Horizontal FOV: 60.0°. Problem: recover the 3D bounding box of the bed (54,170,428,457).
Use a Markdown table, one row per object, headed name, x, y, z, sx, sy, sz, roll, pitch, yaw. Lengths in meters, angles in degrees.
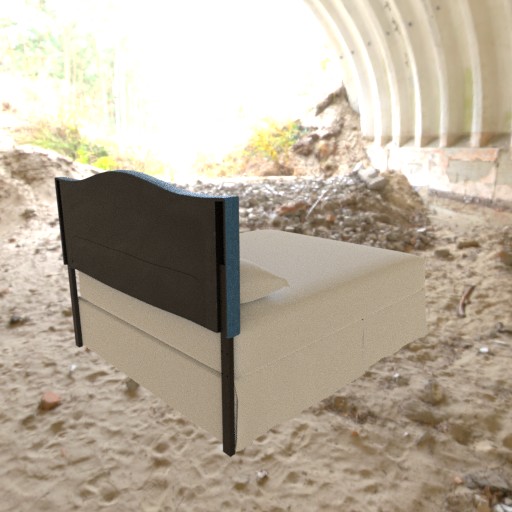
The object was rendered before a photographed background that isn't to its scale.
| name | x | y | z | sx | sy | sz | roll | pitch | yaw |
| --- | --- | --- | --- | --- | --- | --- | --- | --- | --- |
| bed | 0.000 | 0.000 | 2.894 | 1.872 | 1.169 | 1.610 | -13 | 19 | -43 |
